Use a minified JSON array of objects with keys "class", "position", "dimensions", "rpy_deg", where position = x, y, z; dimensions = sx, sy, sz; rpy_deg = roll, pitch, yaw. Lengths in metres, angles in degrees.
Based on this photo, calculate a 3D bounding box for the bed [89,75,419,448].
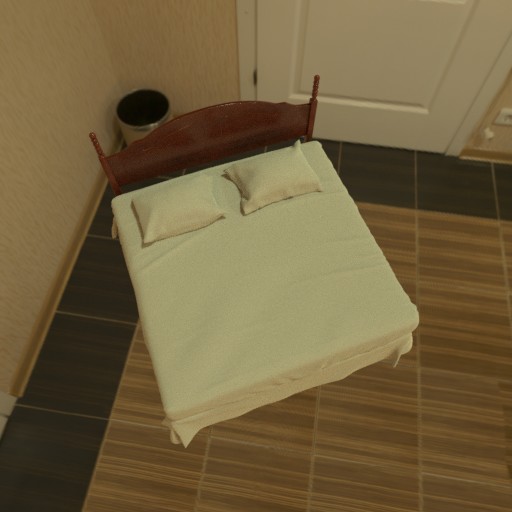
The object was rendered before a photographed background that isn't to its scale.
[{"class":"bed","position":[0.000,0.000,3.612],"dimensions":[2.322,1.355,2.219],"rpy_deg":[-18,63,-9]}]
